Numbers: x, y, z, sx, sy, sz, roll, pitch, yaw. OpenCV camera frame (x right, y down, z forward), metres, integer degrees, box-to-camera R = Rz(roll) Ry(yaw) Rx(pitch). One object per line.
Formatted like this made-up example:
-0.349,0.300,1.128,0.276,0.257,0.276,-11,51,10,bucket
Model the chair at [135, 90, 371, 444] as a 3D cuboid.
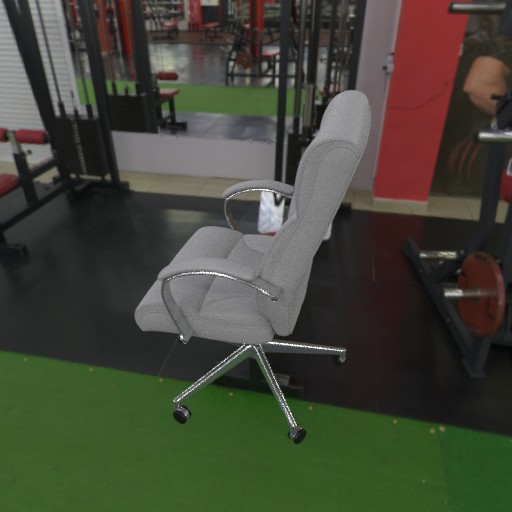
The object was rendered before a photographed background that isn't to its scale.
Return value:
0.000,0.000,1.604,0.745,1.099,0.727,8,32,12,chair
